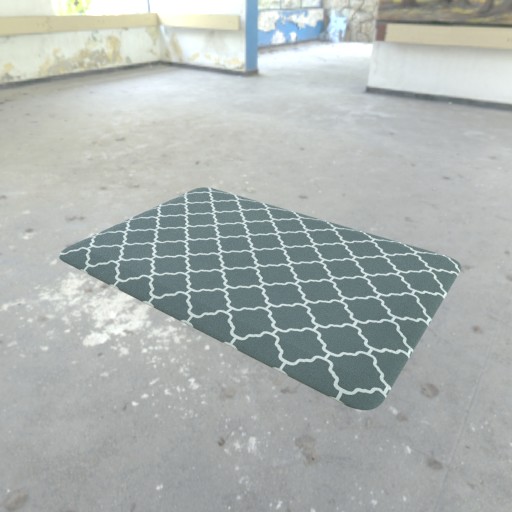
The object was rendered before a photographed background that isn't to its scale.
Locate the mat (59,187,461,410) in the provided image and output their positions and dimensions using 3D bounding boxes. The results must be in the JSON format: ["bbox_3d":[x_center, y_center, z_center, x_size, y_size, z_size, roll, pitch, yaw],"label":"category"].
[{"bbox_3d":[0.000,0.000,0.977,0.762,0.021,0.508,20,36,30],"label":"mat"}]
